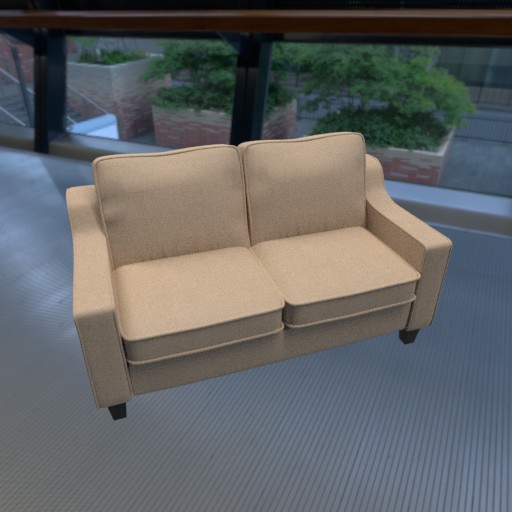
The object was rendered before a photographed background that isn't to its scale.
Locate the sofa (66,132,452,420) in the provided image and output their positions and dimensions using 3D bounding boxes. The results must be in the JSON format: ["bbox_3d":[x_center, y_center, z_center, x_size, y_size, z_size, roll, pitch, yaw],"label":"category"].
[{"bbox_3d":[0.000,0.000,3.429,2.587,1.562,1.351,-10,32,-16],"label":"sofa"}]
